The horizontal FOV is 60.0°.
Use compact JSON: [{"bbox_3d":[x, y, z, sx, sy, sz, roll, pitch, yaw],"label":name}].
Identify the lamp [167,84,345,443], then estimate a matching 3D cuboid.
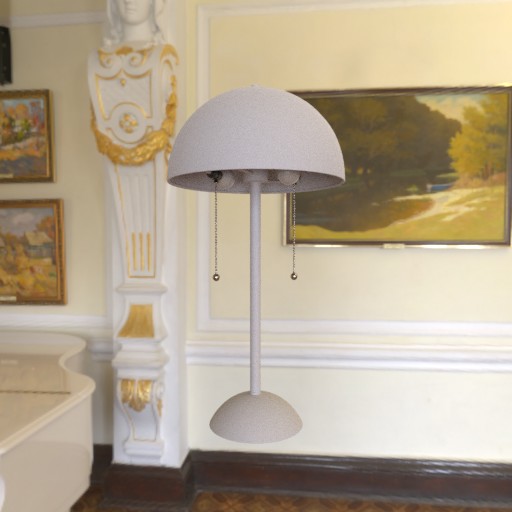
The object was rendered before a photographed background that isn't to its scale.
[{"bbox_3d":[0.000,0.000,0.435,0.171,0.330,0.171,0,1,0],"label":"lamp"}]
